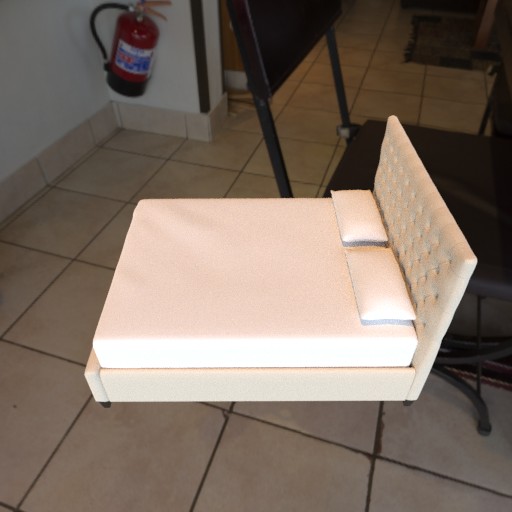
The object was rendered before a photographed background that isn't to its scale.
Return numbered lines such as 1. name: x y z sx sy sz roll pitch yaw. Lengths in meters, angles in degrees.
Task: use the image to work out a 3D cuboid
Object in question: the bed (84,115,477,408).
1. bed: 0.000 0.000 3.279 2.233 1.426 1.696 0 42 0
